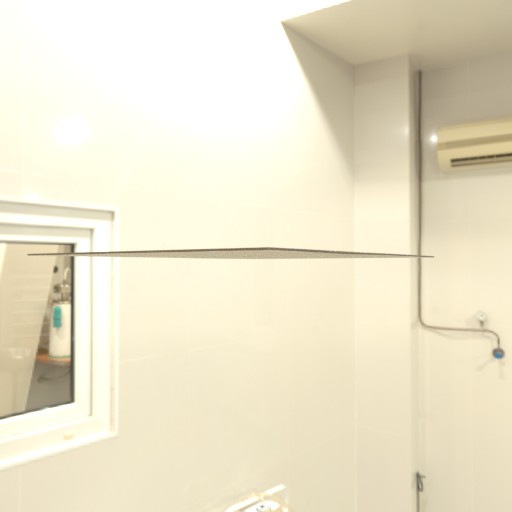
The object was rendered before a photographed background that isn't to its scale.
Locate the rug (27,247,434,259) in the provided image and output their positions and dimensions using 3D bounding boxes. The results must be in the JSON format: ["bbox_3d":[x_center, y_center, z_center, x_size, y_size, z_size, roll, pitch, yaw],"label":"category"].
[{"bbox_3d":[0.000,0.000,3.927,2.288,0.018,2.895,-1,-1,36],"label":"rug"}]
